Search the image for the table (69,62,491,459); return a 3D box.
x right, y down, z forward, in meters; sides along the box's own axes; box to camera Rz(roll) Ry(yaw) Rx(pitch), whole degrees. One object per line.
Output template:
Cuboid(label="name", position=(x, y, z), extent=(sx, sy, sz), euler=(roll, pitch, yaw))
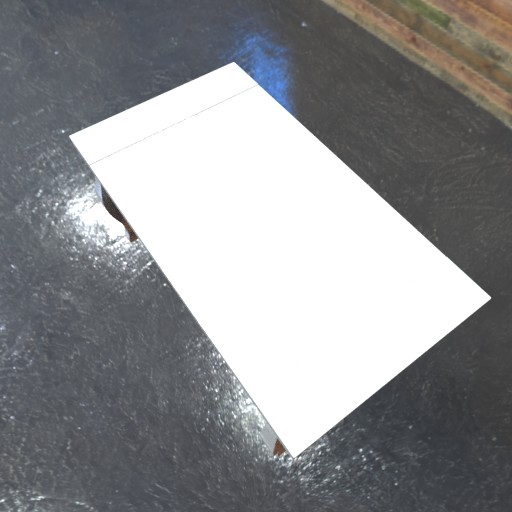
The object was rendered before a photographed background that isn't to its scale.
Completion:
Cuboid(label="table", position=(0.000, 0.000, 1.376), extent=(0.600, 0.495, 1.062), euler=(-32, 64, -17))
